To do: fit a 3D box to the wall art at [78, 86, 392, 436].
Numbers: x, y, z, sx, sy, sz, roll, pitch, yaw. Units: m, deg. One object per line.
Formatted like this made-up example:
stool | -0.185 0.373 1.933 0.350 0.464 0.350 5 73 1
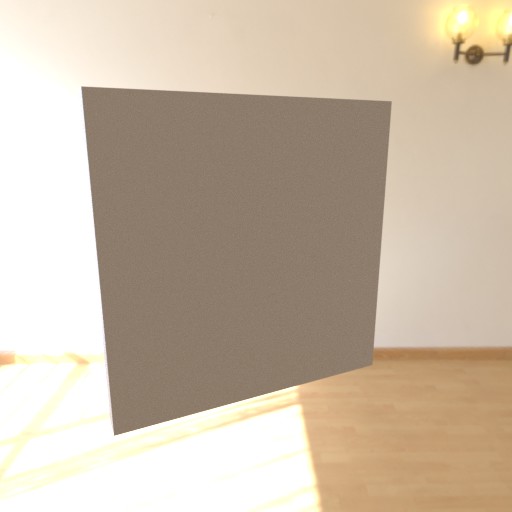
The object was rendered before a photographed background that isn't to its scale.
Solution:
wall art | 0.000 0.000 0.521 0.355 0.355 0.027 -7 16 -25
